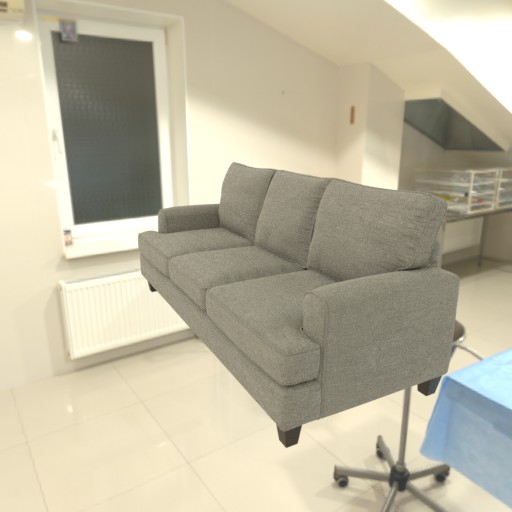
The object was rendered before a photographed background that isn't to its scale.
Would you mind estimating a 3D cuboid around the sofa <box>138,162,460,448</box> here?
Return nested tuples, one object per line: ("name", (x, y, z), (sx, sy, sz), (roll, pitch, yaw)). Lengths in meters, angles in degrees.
("sofa", (0.000, 0.000, 2.669), (0.951, 0.965, 2.158), (-8, 18, -27))
